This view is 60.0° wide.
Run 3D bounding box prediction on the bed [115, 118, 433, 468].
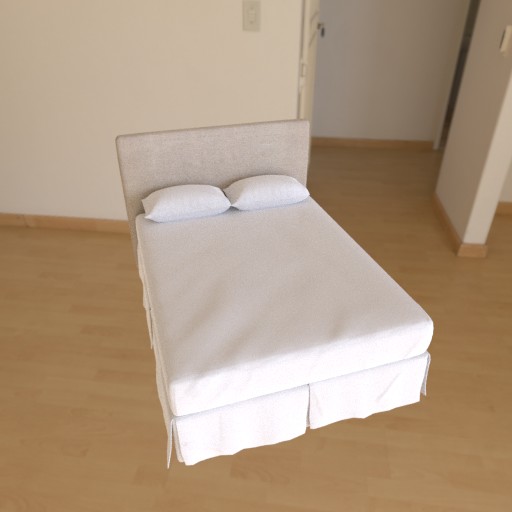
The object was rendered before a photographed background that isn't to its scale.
[{"bbox_3d":[0.000,0.000,3.219,1.713,1.330,2.162,-10,34,-15],"label":"bed"}]
